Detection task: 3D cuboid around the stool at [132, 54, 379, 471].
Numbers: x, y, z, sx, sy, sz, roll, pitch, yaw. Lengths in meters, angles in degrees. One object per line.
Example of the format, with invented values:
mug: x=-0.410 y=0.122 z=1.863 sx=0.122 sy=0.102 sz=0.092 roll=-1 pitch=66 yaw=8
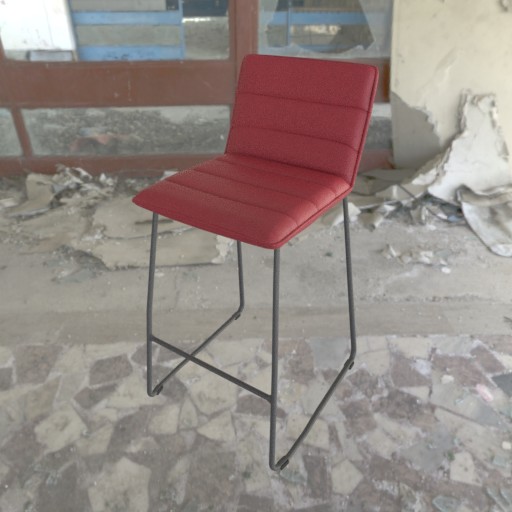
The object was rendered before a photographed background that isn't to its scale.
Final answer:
stool: x=0.000 y=0.000 z=1.200 sx=0.489 sy=0.937 sz=0.524 roll=19 pitch=36 yaw=28
